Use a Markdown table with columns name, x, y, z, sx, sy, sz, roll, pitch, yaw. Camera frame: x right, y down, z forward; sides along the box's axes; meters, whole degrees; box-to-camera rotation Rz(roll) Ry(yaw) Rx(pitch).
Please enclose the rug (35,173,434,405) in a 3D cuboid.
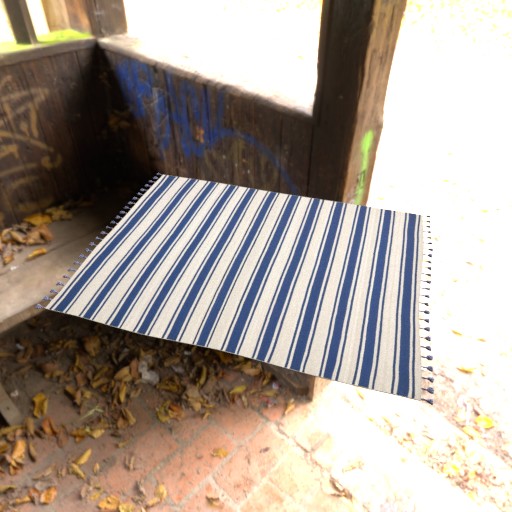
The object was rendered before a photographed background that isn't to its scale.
| name | x | y | z | sx | sy | sz | roll | pitch | yaw |
| --- | --- | --- | --- | --- | --- | --- | --- | --- | --- |
| rug | 0.000 | 0.000 | 4.452 | 3.416 | 0.016 | 2.471 | 11 | 41 | 12 |
